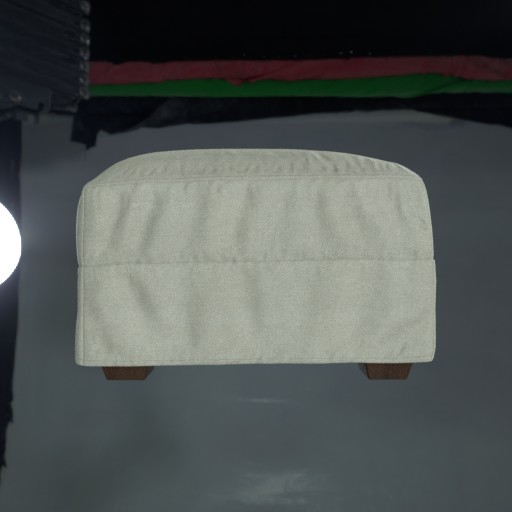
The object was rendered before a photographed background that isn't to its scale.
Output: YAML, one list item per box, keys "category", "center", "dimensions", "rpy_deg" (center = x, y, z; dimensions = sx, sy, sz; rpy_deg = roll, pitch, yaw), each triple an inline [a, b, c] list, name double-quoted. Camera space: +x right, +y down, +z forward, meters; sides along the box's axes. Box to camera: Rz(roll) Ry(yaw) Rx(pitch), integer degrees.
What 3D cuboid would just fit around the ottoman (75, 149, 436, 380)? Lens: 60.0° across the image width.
- category: "ottoman"
  center: [0.000, 0.000, 1.088]
  dimensions: [0.712, 0.480, 0.584]
  rpy_deg: [0, 0, 0]
